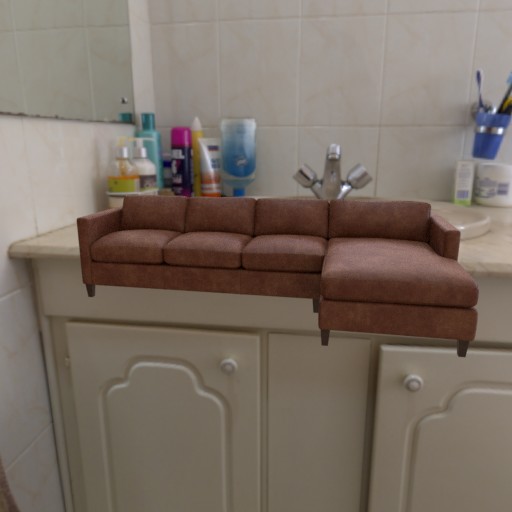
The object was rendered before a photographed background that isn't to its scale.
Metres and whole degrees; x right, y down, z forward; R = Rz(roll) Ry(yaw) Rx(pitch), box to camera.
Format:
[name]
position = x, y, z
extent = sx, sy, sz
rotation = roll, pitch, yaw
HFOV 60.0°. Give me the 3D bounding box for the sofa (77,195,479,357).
[sofa]
position = 0.000, 0.000, 3.826
extent = 3.203, 0.883, 1.581
rotation = 3, 14, 11
